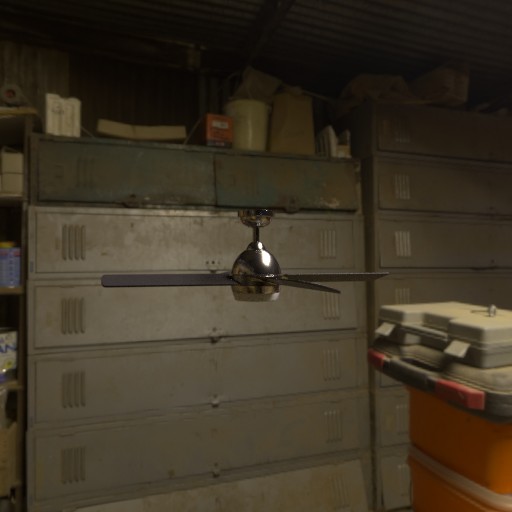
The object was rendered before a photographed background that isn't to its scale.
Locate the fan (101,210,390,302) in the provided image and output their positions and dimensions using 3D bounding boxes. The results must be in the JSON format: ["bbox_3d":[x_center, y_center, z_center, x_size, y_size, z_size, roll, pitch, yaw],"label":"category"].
[{"bbox_3d":[0.000,0.000,2.018,1.332,0.403,1.332,0,-1,-18],"label":"fan"}]
